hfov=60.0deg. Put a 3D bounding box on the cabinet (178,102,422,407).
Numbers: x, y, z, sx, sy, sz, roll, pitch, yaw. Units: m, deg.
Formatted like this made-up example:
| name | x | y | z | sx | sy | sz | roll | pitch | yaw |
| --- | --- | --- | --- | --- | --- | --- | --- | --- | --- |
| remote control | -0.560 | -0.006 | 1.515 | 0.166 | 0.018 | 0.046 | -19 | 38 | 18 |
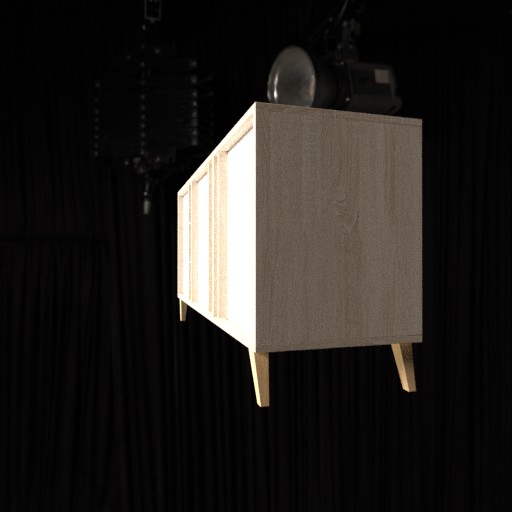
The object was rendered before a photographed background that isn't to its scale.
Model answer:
| name | x | y | z | sx | sy | sz | roll | pitch | yaw |
| --- | --- | --- | --- | --- | --- | --- | --- | --- | --- |
| cabinet | 0.000 | 0.000 | 1.989 | 0.500 | 0.780 | 1.649 | 0 | 0 | -17 |
